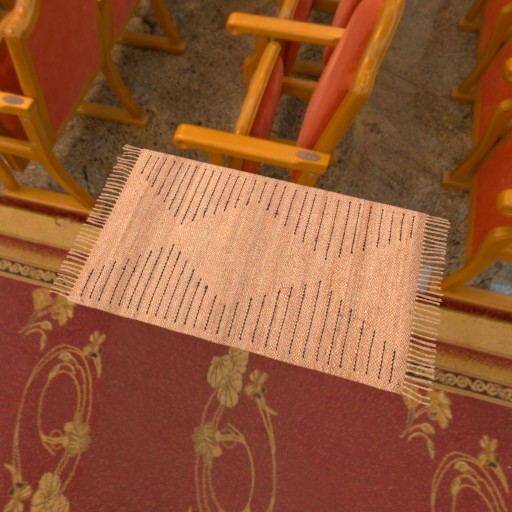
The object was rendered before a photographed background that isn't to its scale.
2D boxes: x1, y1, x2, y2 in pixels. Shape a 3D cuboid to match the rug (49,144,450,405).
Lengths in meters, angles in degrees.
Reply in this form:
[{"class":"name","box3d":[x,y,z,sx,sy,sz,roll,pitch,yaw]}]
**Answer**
[{"class":"rug","box3d":[0.000,0.000,2.065,1.718,0.017,0.905,14,65,7]}]
